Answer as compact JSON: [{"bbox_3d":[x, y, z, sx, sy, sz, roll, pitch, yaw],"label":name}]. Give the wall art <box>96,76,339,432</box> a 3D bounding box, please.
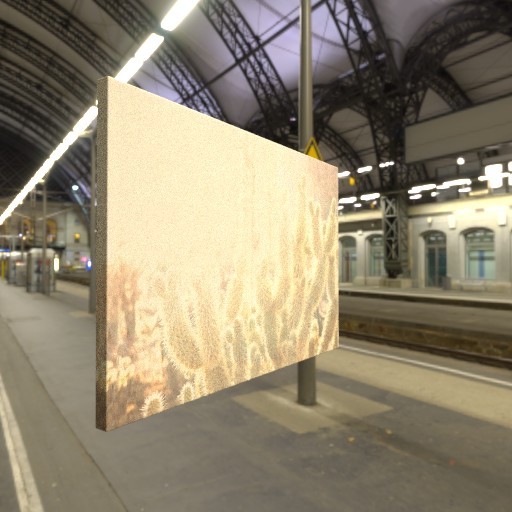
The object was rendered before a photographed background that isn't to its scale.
[{"bbox_3d":[0.000,0.000,1.417,0.041,0.758,1.142,-1,-1,36],"label":"wall art"}]
